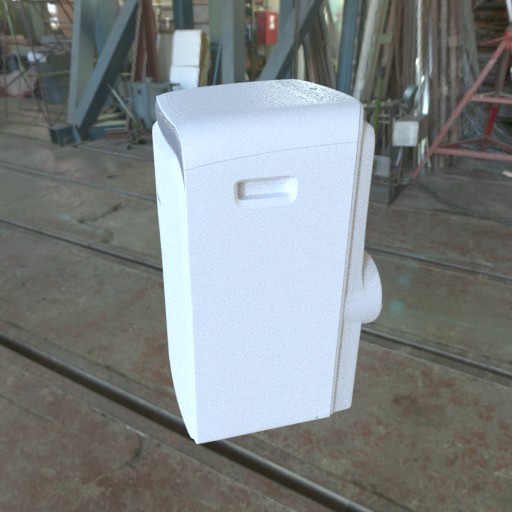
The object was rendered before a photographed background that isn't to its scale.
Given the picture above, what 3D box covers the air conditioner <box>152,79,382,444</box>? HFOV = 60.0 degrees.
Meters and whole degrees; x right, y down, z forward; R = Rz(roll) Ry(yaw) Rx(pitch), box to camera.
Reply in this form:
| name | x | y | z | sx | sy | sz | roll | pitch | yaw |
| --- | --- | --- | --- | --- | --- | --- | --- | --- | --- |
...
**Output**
| name | x | y | z | sx | sy | sz | roll | pitch | yaw |
| --- | --- | --- | --- | --- | --- | --- | --- | --- | --- |
| air conditioner | 0.000 | 0.000 | 1.086 | 0.467 | 0.765 | 0.478 | -8 | 30 | -15 |
